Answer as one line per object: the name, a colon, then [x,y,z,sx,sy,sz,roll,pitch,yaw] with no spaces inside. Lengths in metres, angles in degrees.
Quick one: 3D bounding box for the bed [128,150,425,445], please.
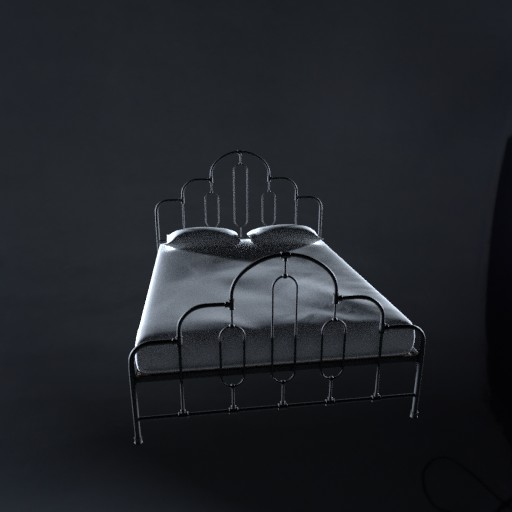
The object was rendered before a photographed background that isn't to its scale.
bed: [0.000,0.000,3.330,1.640,1.429,2.163,-2,17,-8]
